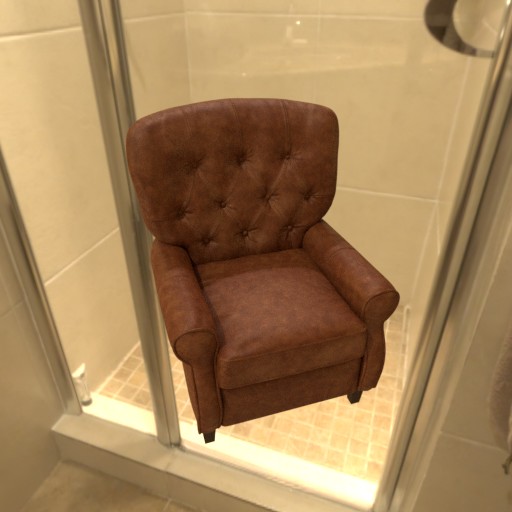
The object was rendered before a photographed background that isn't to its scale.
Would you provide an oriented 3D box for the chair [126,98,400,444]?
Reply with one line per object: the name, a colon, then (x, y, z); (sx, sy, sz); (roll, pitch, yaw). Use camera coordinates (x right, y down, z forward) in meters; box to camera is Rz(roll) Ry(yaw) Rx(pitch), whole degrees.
chair: (0.000, 0.000, 1.948); (0.951, 1.164, 1.059); (-9, 33, -15)
